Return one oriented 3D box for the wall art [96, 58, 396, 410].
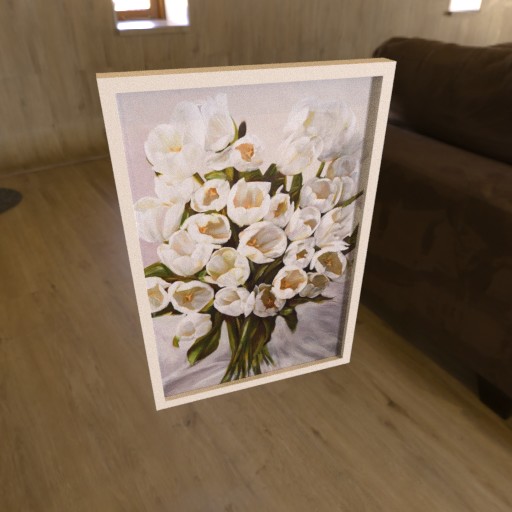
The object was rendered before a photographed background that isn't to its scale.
[{"bbox_3d":[0.000,0.000,0.827,0.450,0.657,0.038,-10,34,-15],"label":"wall art"}]
